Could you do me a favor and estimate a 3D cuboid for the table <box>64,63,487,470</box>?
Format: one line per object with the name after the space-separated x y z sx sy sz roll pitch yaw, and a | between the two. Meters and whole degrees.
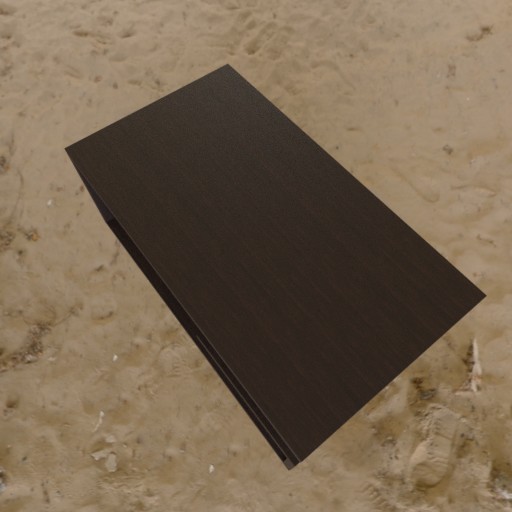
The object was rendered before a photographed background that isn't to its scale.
0.000 0.000 1.377 0.590 0.460 1.050 -35 67 -17 | table
